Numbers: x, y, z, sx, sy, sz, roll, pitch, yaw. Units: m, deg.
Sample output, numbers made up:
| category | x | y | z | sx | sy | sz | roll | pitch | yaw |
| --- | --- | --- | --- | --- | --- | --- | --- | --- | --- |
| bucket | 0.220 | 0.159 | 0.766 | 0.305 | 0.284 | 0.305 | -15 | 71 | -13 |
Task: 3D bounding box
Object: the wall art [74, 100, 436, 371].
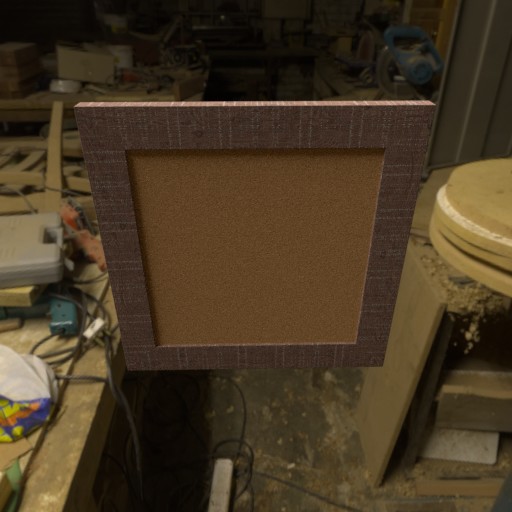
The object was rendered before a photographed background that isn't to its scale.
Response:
| category | x | y | z | sx | sy | sz | roll | pitch | yaw |
| --- | --- | --- | --- | --- | --- | --- | --- | --- | --- |
| wall art | 0.000 | 0.000 | 0.798 | 0.531 | 0.531 | 0.029 | -1 | 31 | -1 |
